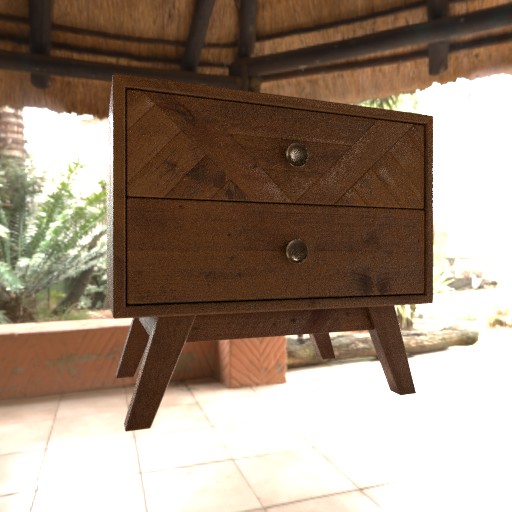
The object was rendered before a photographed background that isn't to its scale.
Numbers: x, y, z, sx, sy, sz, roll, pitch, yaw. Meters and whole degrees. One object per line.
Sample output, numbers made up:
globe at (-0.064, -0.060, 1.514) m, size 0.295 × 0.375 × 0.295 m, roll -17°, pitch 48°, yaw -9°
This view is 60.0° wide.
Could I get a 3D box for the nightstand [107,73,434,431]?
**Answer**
nightstand at (0.000, 0.000, 1.034) m, size 0.650 × 0.599 × 0.450 m, roll 0°, pitch 0°, yaw -20°
